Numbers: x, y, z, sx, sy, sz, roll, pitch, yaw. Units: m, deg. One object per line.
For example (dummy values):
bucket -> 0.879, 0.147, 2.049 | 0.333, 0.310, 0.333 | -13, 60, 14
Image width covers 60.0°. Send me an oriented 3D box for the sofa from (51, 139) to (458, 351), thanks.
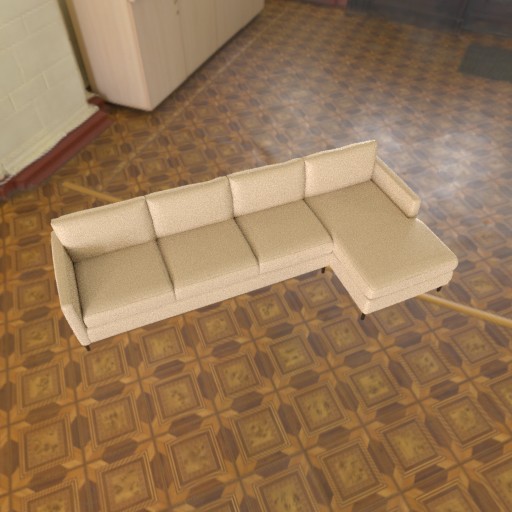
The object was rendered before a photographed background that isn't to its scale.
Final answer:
sofa -> 0.000, 0.000, 3.262 | 2.731, 0.755, 1.258 | -17, 50, -15
